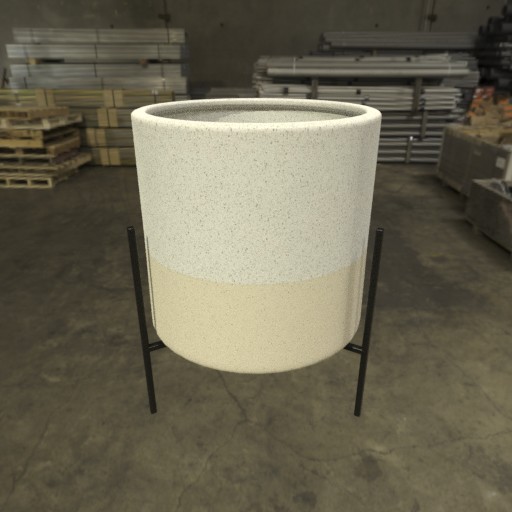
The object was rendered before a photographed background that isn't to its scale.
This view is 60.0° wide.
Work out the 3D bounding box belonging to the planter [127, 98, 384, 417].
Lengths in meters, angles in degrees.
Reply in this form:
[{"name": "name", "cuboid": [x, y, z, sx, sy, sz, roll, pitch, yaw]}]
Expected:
[{"name": "planter", "cuboid": [0.000, 0.000, 0.660, 0.313, 0.423, 0.335, 0, 24, 1]}]
